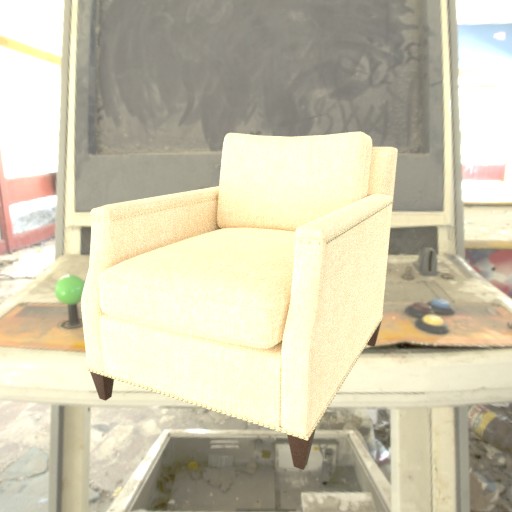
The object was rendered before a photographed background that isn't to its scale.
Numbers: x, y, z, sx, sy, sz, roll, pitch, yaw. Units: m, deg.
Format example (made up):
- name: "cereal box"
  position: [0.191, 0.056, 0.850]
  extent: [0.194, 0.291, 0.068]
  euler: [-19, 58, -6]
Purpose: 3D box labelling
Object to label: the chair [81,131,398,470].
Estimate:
- name: "chair"
  position: [0.000, 0.000, 1.728]
  extent: [0.838, 0.940, 1.041]
  euler: [7, 16, 26]
